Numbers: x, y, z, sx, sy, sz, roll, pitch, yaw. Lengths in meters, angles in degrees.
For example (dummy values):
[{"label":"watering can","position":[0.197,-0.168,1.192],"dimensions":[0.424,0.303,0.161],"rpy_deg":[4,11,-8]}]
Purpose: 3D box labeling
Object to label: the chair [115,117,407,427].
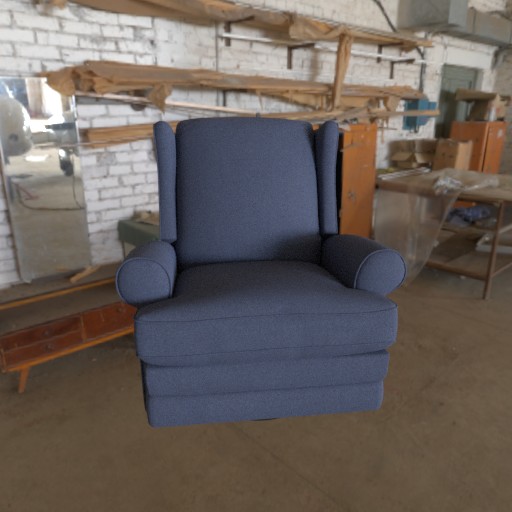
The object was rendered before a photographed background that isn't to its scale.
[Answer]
[{"label":"chair","position":[0.000,0.000,1.718],"dimensions":[0.971,1.020,0.877],"rpy_deg":[-2,18,-7]}]
